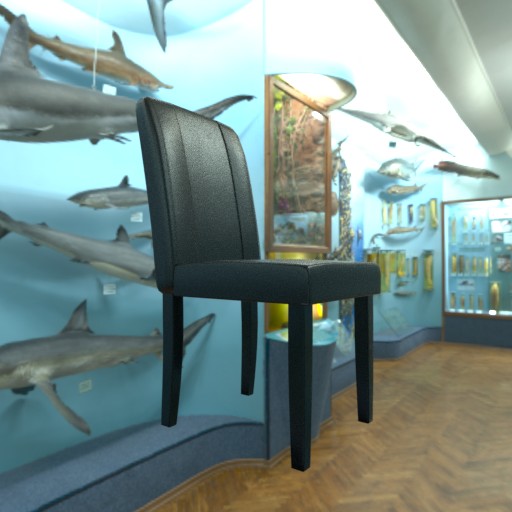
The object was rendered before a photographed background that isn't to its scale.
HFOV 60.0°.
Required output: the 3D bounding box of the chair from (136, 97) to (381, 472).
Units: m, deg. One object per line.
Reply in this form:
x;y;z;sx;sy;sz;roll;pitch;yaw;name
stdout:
0.000;0.000;1.215;0.556;0.897;0.399;0;-1;37;chair
